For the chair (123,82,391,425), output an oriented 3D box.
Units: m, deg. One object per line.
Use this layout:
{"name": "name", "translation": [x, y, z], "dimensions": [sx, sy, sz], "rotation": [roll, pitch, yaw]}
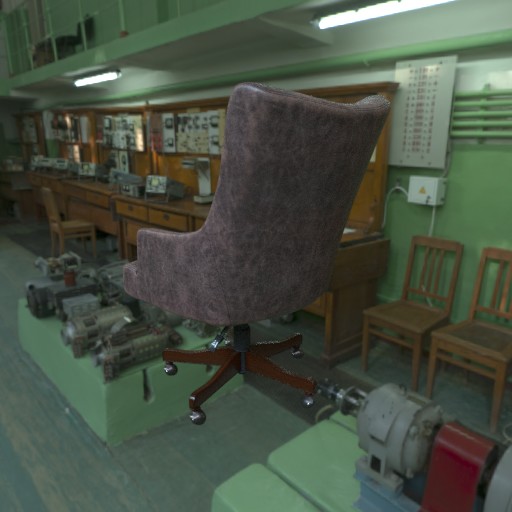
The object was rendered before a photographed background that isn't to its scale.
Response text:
{"name": "chair", "translation": [0.000, 0.000, 1.514], "dimensions": [0.641, 1.035, 0.762], "rotation": [-14, 21, -41]}
